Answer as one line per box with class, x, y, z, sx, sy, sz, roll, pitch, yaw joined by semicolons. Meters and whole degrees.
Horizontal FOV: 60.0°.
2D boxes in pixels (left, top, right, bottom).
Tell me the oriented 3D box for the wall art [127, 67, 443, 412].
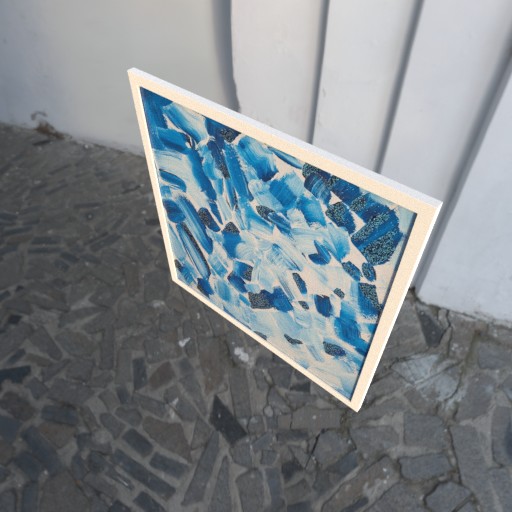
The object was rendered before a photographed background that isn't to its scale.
wall art;0.000;0.000;0.690;0.457;0.457;0.012;31;54;26
